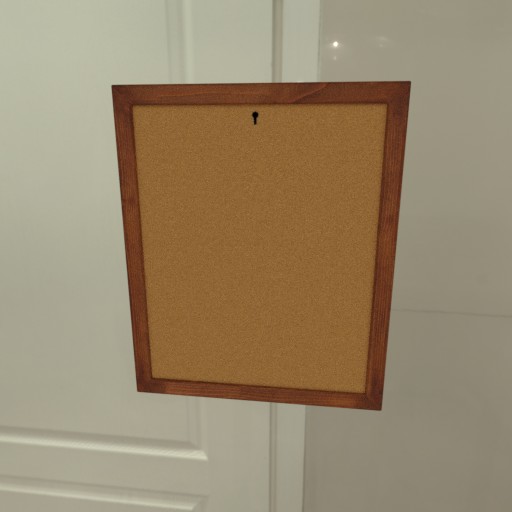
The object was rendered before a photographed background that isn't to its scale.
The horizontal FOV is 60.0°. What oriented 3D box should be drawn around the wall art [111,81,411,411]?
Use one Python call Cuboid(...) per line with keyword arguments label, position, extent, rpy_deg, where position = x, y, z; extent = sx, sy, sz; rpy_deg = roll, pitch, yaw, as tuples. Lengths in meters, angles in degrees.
Cuboid(label="wall art", position=(0.000, 0.000, 0.767), extent=(0.462, 0.558, 0.030), rpy_deg=(2, 16, 7))
